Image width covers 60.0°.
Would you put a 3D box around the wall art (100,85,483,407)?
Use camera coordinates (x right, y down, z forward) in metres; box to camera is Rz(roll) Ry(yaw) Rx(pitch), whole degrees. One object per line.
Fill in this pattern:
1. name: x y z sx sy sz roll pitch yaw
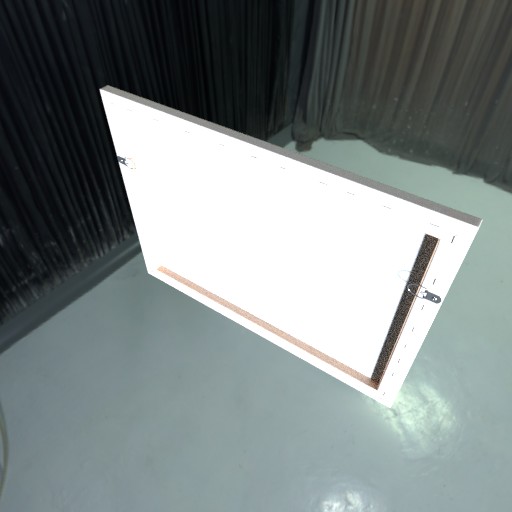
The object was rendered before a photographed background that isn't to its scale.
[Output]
1. wall art: 0.000 0.000 1.565 1.219 0.912 0.042 26 51 22
